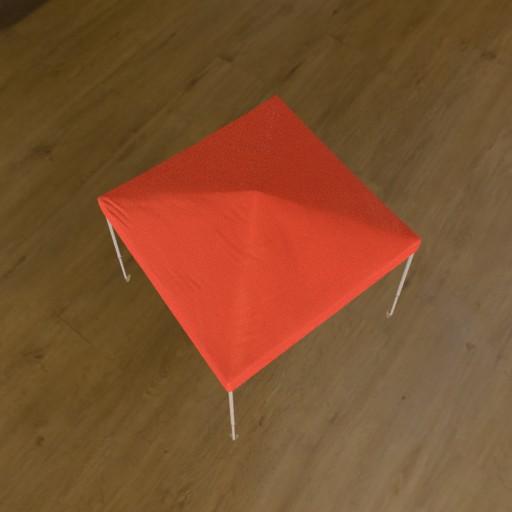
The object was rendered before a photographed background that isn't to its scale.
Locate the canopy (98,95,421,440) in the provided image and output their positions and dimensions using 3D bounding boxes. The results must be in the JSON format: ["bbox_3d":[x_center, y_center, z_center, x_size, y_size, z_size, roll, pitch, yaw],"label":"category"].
[{"bbox_3d":[0.000,0.000,5.301,2.849,2.850,2.850,-34,70,-14],"label":"canopy"}]
